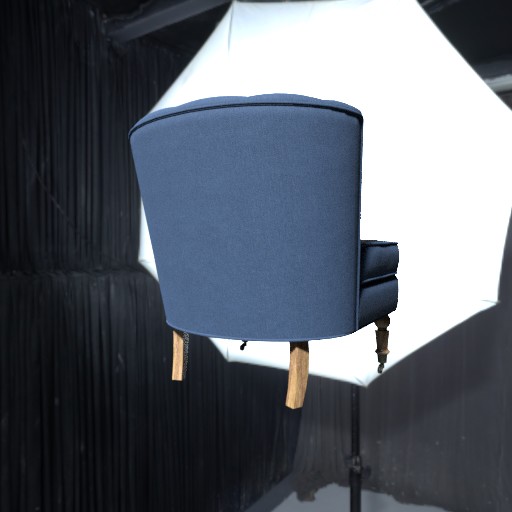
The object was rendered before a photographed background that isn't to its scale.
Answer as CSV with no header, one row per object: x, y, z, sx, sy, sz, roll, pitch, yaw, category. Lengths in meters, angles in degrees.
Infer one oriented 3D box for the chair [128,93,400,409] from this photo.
0.000,0.000,1.361,0.740,0.771,0.718,1,1,35,chair
